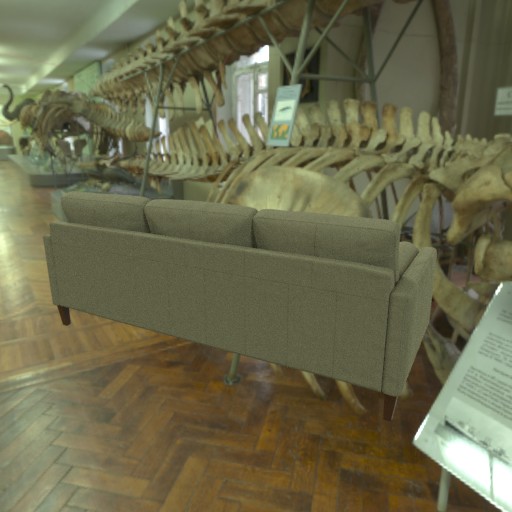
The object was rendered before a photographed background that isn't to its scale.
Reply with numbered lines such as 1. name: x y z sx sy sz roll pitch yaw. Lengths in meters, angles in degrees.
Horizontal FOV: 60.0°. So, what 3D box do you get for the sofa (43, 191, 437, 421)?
1. sofa: 0.000 0.000 2.892 2.178 0.875 1.506 8 18 27
